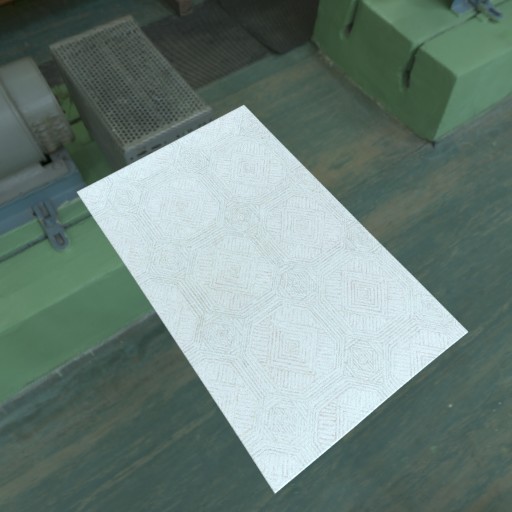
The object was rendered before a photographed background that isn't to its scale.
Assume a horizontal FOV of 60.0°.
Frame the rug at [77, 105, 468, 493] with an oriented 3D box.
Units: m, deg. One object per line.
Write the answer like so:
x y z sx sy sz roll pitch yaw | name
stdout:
0.000 0.000 3.037 1.524 0.008 2.440 -33 67 -16 | rug
